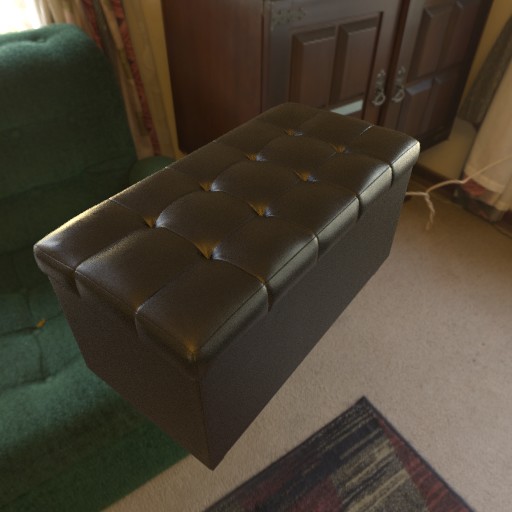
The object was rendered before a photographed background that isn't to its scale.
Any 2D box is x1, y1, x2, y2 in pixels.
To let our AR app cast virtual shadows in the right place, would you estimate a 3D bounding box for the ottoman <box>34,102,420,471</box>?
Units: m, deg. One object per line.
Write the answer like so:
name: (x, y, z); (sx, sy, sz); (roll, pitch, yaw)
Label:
ottoman: (0.000, 0.000, 1.098); (0.432, 0.470, 0.838); (27, 48, 27)
